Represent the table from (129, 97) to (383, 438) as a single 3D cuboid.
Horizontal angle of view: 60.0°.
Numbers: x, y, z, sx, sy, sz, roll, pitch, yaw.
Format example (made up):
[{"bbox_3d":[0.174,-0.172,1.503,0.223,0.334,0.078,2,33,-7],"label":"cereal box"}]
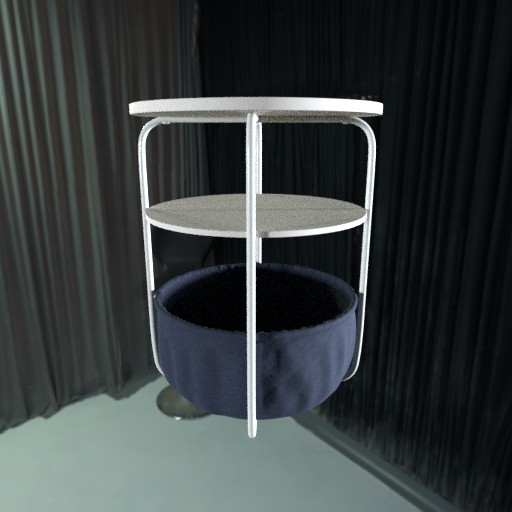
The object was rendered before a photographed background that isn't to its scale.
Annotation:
[{"bbox_3d":[0.000,0.000,0.830,0.418,0.532,0.418,-14,21,-41],"label":"table"}]
